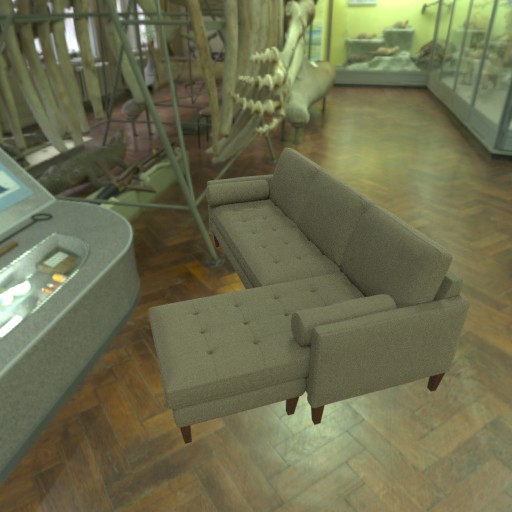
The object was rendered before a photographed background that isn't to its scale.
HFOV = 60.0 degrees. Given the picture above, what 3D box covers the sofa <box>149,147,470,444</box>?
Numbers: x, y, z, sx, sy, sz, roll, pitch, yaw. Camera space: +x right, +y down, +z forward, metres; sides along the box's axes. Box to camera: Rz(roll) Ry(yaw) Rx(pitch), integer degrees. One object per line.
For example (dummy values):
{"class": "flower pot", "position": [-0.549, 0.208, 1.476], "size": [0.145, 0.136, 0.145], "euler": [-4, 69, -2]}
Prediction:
{"class": "sofa", "position": [0.000, 0.000, 2.940], "size": [1.506, 0.875, 2.178], "euler": [-9, 30, -16]}
